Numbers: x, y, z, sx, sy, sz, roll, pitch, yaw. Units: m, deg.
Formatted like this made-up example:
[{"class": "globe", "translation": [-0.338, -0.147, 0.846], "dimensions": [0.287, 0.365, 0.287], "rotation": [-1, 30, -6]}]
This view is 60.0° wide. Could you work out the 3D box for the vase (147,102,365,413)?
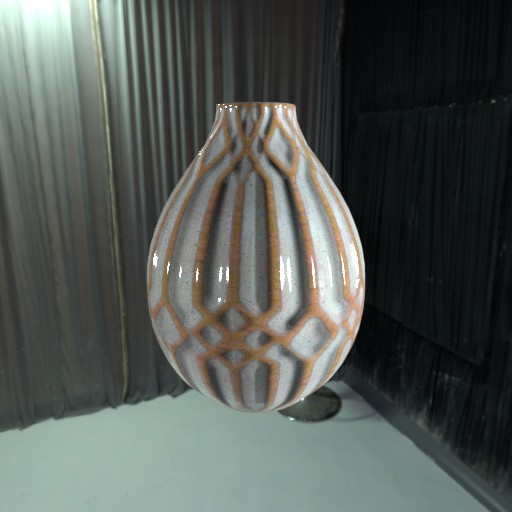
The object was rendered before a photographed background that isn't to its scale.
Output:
[{"class": "vase", "translation": [0.000, 0.000, 0.270], "dimensions": [0.131, 0.175, 0.131], "rotation": [0, 15, 0]}]
